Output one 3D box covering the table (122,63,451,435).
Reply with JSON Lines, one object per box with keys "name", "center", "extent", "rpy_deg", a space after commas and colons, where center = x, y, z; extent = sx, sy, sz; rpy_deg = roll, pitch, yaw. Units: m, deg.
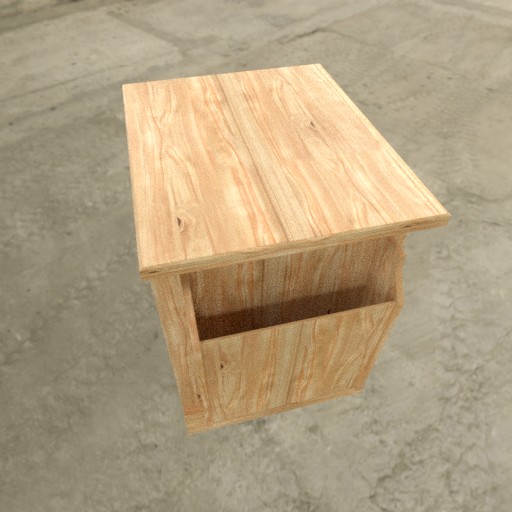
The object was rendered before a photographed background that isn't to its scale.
{"name": "table", "center": [0.000, 0.000, 0.855], "extent": [0.380, 0.515, 0.530], "rpy_deg": [-10, 46, -10]}
